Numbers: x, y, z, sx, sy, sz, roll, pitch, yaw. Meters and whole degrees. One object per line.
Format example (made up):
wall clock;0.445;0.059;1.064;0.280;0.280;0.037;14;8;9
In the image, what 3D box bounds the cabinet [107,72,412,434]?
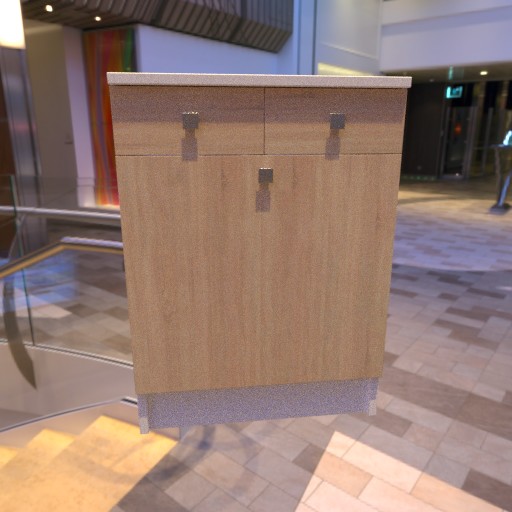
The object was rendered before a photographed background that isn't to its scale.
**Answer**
cabinet;0.000;0.000;1.113;0.600;0.815;0.296;-2;16;-7
